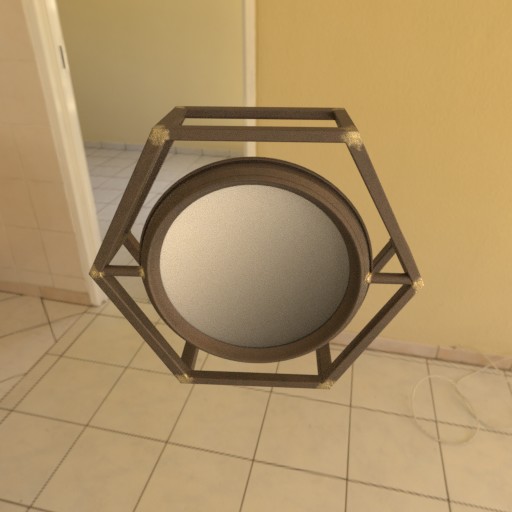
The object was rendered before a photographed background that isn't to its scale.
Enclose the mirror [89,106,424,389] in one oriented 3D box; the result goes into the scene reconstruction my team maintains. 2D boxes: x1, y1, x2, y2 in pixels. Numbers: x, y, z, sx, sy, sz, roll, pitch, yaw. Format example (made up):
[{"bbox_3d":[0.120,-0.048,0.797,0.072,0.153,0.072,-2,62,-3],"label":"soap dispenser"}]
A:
[{"bbox_3d":[0.000,0.000,0.548,0.380,0.334,0.119,2,29,3],"label":"mirror"}]
